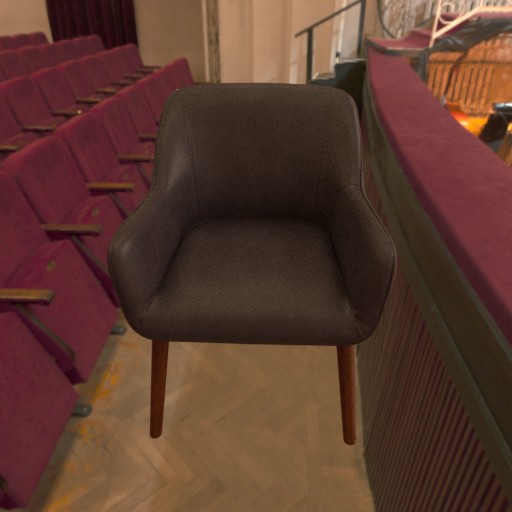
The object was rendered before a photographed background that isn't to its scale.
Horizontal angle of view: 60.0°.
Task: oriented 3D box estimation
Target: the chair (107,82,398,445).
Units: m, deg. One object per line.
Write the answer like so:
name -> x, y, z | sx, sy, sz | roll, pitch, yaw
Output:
chair -> 0.000, 0.000, 1.234 | 0.610, 0.828, 0.610 | 1, 30, 2
